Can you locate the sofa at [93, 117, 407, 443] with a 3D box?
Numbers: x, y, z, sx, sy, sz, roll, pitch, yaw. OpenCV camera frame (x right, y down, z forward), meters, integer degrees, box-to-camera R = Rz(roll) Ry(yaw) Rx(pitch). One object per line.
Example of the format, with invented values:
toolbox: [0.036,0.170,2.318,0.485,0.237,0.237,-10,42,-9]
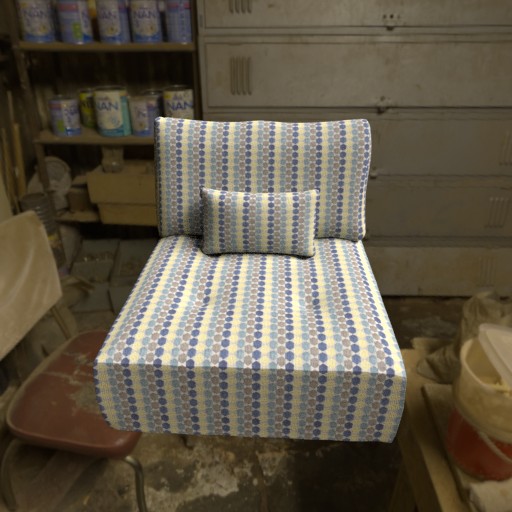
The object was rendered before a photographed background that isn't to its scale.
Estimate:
sofa: [0.000,0.000,1.660,0.930,0.830,1.000,1,29,3]
